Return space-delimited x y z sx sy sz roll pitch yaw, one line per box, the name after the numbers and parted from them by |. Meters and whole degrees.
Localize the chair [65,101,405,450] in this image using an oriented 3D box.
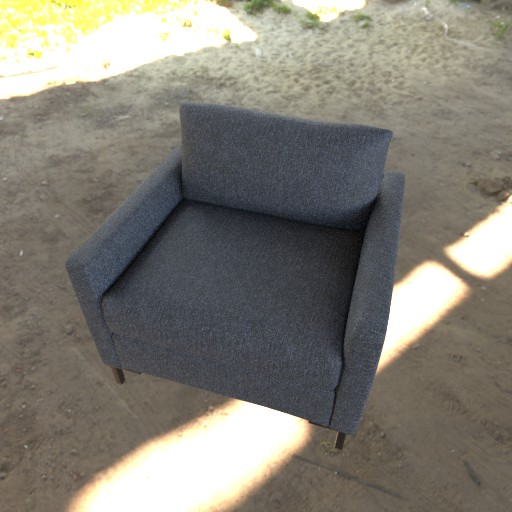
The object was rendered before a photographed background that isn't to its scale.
0.000 0.000 1.617 0.963 0.861 0.866 12 42 13 | chair
